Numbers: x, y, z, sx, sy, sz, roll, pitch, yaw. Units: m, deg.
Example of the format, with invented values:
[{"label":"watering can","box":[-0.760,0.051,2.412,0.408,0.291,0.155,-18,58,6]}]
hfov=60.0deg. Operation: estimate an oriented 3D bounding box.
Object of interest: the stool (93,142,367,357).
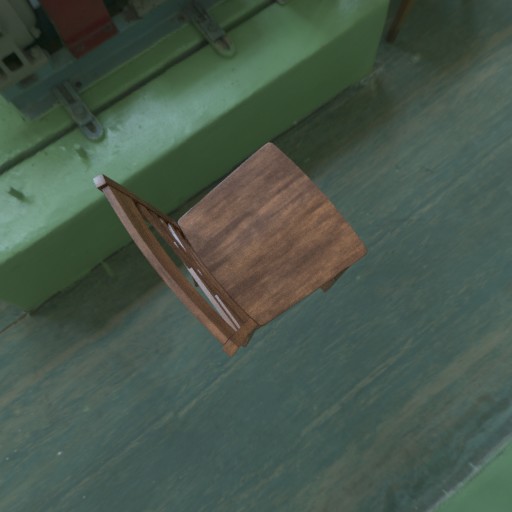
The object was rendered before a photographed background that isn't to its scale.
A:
[{"label":"stool","box":[0.000,0.000,1.385,0.487,1.105,0.433,-38,80,-8]}]
